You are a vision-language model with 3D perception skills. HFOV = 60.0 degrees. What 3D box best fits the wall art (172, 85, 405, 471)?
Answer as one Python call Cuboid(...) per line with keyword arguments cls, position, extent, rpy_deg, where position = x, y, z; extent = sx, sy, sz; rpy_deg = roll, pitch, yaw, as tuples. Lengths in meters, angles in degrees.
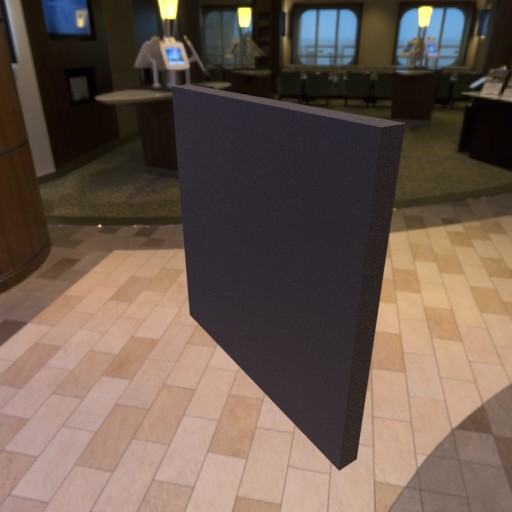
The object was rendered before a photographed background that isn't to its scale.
Cuboid(cls="wall art", position=(0.000, 0.000, 0.756), extent=(0.038, 0.507, 0.507), rpy_deg=(-17, 31, -30))
